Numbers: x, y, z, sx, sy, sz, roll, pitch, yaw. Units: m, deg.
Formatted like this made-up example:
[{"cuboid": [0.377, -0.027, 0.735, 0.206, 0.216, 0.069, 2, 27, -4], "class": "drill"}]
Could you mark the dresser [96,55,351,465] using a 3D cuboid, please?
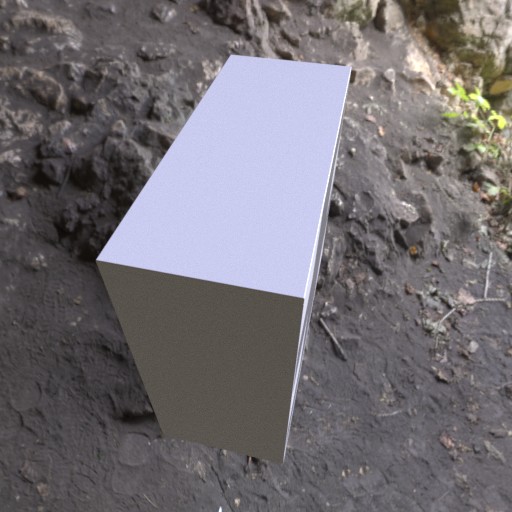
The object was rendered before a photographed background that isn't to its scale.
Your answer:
[{"cuboid": [0.000, 0.000, 1.657, 0.460, 1.000, 1.100, 10, 48, 9], "class": "dresser"}]
